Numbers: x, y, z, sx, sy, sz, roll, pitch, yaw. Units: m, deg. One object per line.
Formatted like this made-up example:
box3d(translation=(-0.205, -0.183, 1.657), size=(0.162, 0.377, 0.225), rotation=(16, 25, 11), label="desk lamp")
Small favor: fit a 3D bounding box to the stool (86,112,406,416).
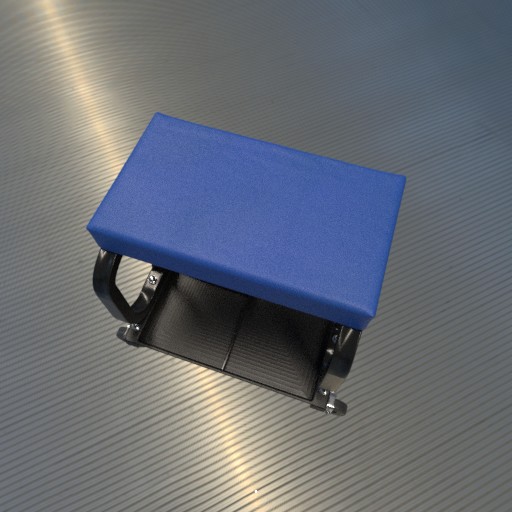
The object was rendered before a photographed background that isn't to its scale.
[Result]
box3d(translation=(0.000, 0.000, 0.745), size=(0.446, 0.380, 0.371), rotation=(17, 63, 9), label="stool")
